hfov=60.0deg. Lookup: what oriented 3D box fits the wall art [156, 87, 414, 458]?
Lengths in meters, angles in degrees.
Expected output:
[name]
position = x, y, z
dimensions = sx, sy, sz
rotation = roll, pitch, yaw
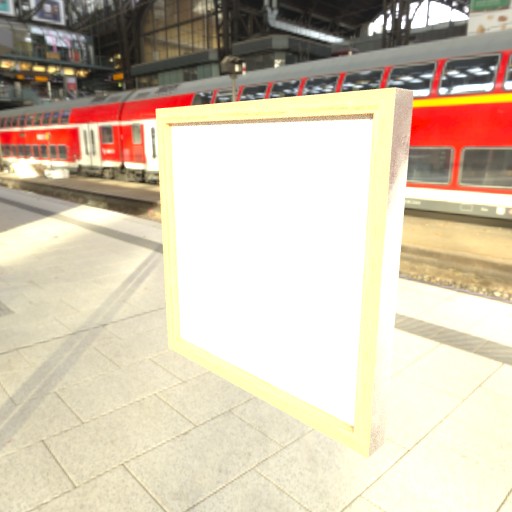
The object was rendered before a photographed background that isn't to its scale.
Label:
[wall art]
position = 0.000, 0.000, 0.460
dimensions = 0.303, 0.303, 0.028
rotation = 14, 20, 43
